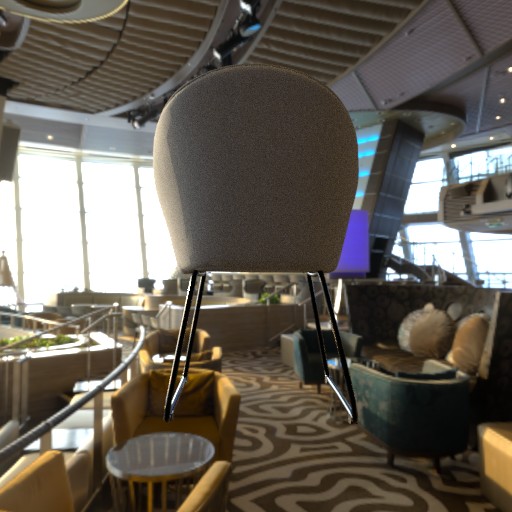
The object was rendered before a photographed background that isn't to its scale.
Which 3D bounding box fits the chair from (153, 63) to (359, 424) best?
[{"bbox_3d":[0.000,0.000,1.239,0.570,0.817,0.592,0,-2,-1],"label":"chair"}]
